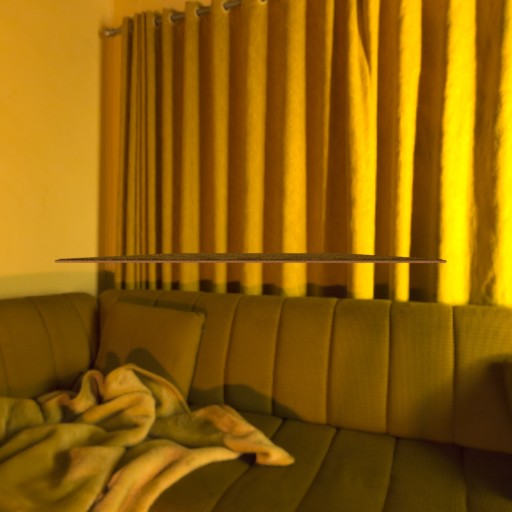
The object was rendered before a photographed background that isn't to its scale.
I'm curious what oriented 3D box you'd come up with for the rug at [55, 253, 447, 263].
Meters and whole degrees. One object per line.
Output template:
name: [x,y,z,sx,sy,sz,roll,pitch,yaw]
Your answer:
rug: [0.000,0.000,2.270,1.206,0.012,1.824,0,1,1]
